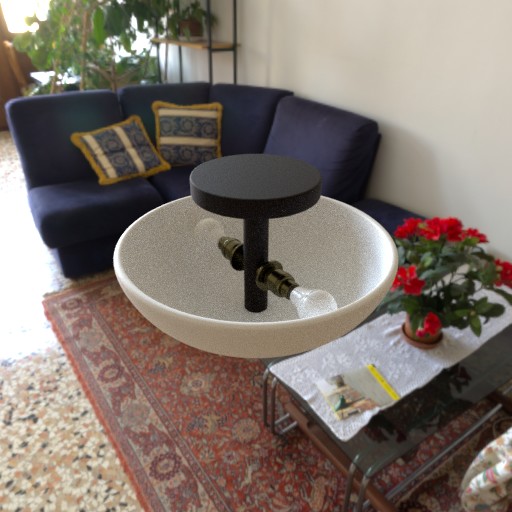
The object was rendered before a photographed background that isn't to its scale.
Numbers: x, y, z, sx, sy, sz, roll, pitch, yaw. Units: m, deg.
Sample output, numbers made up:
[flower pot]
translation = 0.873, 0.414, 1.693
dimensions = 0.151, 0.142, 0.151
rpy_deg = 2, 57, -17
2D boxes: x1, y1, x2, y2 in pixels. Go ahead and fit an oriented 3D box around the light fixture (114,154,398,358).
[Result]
[light fixture]
translation = 0.000, 0.000, 0.544
dimensions = 0.331, 0.212, 0.331
rpy_deg = 0, 31, 0
